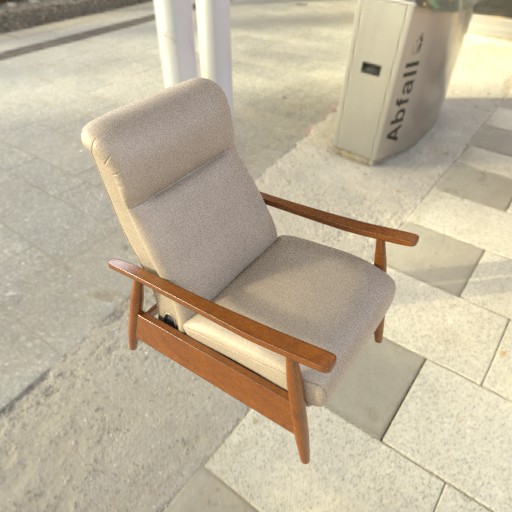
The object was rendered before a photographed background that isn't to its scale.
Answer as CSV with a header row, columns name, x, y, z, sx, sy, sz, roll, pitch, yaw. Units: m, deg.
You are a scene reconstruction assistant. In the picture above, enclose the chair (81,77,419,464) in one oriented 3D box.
name,x,y,z,sx,sy,sz,roll,pitch,yaw
chair,0.000,0.000,1.763,1.032,1.082,0.762,24,46,26
